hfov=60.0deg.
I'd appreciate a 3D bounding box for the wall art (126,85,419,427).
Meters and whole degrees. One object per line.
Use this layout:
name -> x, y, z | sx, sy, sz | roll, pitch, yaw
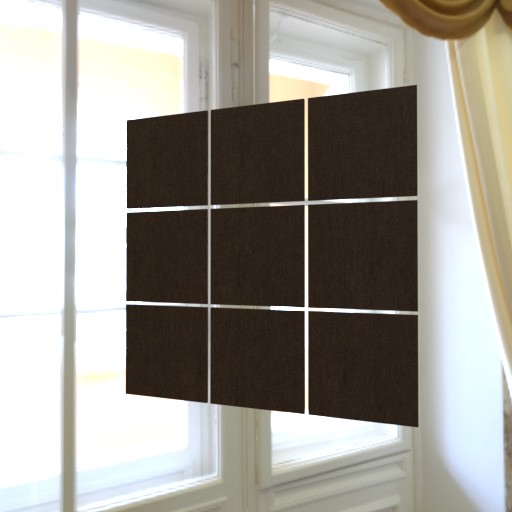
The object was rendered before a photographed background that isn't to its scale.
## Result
wall art -> 0.000, 0.000, 2.227 | 1.527, 1.525, 0.014 | 0, -1, 19
